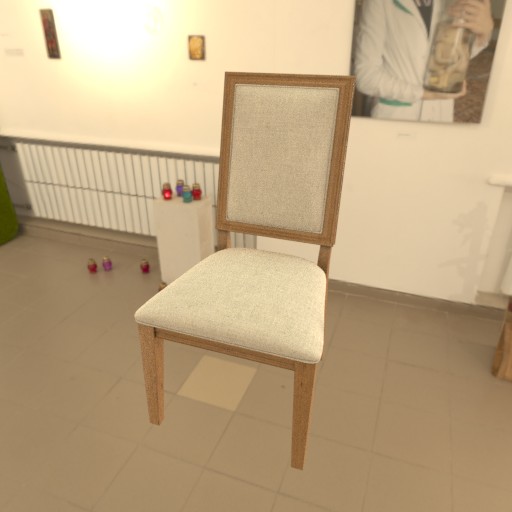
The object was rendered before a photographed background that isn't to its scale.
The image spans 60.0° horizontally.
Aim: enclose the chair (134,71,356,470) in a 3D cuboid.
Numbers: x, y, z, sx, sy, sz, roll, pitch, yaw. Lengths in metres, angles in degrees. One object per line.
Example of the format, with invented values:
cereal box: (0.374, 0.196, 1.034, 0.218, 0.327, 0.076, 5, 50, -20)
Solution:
chair: (0.000, 0.000, 1.354, 0.536, 0.988, 0.601, 9, 29, 18)
